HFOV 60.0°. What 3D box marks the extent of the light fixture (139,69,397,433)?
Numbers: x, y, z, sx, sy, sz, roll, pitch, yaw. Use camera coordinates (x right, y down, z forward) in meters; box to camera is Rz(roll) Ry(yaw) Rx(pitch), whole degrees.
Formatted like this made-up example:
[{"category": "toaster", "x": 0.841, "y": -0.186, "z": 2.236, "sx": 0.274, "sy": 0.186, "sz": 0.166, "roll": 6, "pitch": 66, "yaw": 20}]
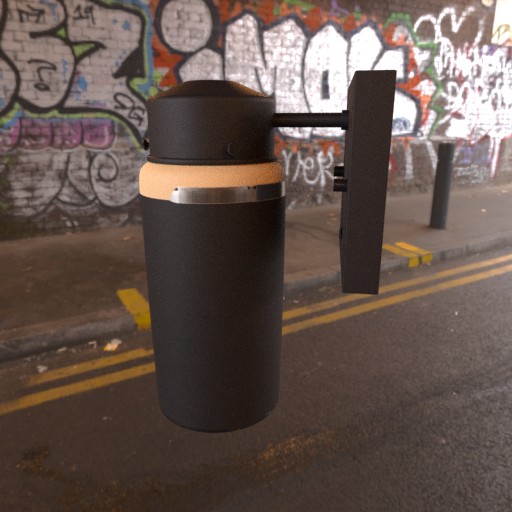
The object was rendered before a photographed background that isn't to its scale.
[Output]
[{"category": "light fixture", "x": 0.000, "y": 0.000, "z": 0.350, "sx": 0.176, "sy": 0.257, "sz": 0.130, "roll": 3, "pitch": 17, "yaw": 9}]
